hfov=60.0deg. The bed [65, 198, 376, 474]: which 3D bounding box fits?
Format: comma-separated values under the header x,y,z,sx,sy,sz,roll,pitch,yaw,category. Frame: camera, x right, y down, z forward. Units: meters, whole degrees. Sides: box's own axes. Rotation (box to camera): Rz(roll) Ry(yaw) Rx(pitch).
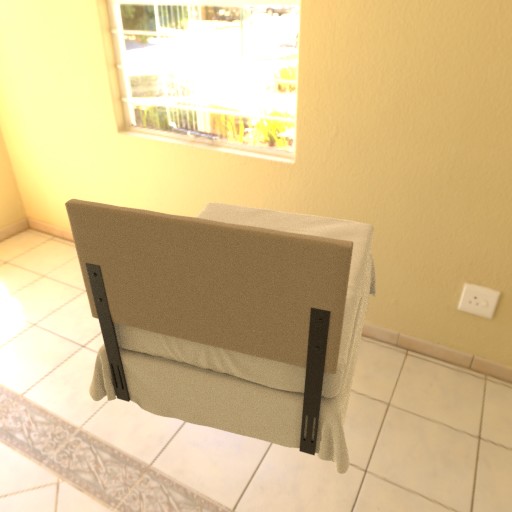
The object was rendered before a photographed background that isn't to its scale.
x,y,z,sx,sy,sz,roll,pitch,yaw,category
0.000,0.000,3.519,1.936,1.577,2.222,10,32,16,bed
